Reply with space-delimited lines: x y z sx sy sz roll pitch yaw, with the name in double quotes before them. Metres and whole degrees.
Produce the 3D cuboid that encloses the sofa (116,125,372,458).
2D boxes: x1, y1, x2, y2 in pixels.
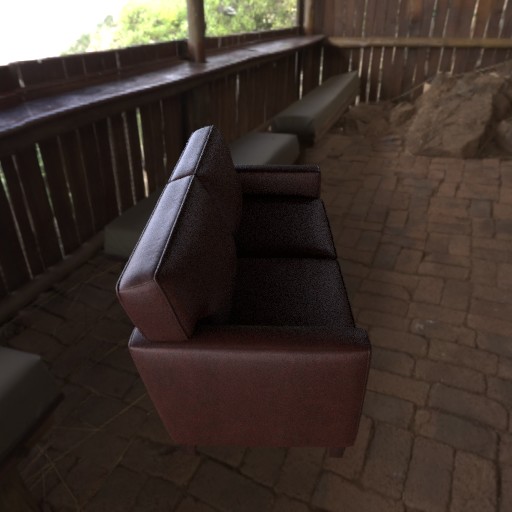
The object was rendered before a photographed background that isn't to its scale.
"sofa" 0.000 0.000 2.368 0.912 0.928 1.876 1 31 1
